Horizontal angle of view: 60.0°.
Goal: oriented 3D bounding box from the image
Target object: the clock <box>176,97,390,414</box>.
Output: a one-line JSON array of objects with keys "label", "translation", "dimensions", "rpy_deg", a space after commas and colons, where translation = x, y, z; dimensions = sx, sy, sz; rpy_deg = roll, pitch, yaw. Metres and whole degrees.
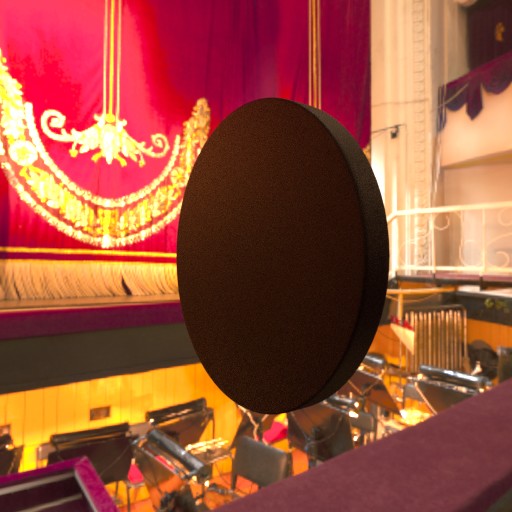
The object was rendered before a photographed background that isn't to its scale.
[{"label": "clock", "translation": [0.000, 0.000, 0.463], "dimensions": [0.029, 0.314, 0.314], "rpy_deg": [0, 0, -37]}]
